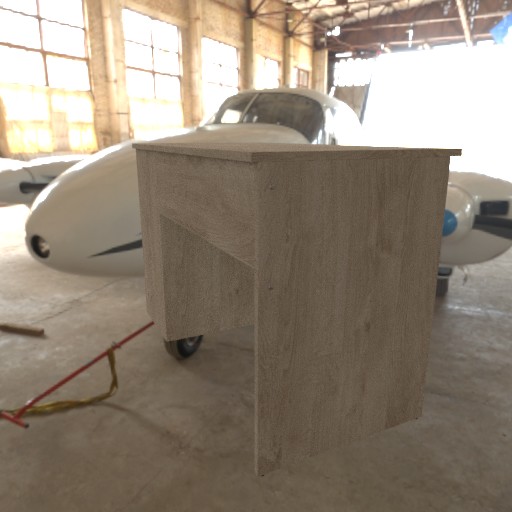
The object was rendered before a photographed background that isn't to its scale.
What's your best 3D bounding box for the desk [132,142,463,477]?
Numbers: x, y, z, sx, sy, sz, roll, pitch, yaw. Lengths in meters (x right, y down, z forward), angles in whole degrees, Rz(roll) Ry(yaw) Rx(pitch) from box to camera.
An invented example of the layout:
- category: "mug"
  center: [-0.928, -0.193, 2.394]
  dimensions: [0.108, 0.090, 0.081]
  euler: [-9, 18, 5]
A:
- category: "desk"
  center: [0.000, 0.000, 1.506]
  dimensions: [0.560, 0.730, 1.096]
  euler: [-7, 17, -25]
